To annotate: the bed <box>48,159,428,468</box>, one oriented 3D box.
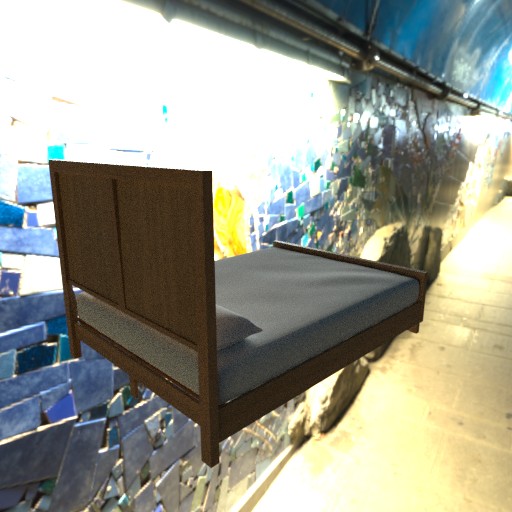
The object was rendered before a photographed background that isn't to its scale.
[{"bbox_3d":[0.000,0.000,3.222,2.184,1.387,1.606,-14,20,-43],"label":"bed"}]
